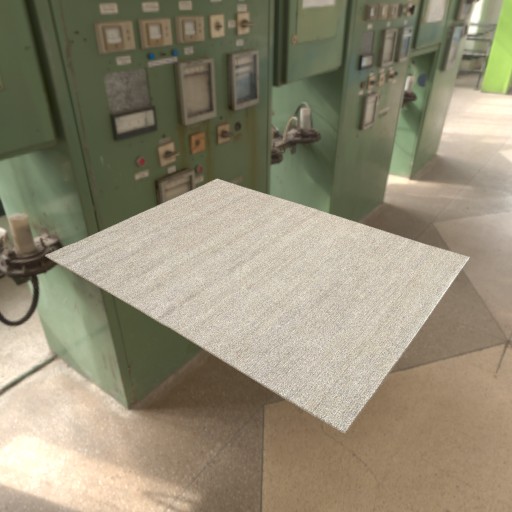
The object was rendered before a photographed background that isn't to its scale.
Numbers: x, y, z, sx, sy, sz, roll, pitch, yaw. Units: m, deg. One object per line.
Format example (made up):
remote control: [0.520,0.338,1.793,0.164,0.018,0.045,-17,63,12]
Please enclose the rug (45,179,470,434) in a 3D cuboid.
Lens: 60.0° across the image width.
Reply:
rug: [0.000,0.000,4.724,3.626,0.051,2.757,22,38,32]
